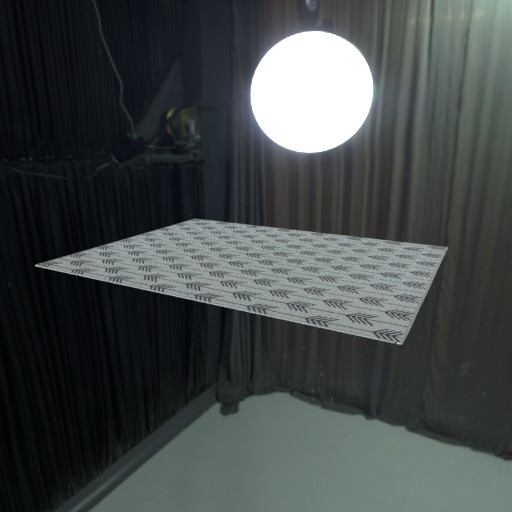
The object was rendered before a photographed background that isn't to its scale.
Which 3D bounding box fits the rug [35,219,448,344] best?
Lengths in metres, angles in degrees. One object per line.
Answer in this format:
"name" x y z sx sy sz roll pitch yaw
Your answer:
"rug" 0.000 0.000 4.087 3.061 0.010 2.330 8 18 27
